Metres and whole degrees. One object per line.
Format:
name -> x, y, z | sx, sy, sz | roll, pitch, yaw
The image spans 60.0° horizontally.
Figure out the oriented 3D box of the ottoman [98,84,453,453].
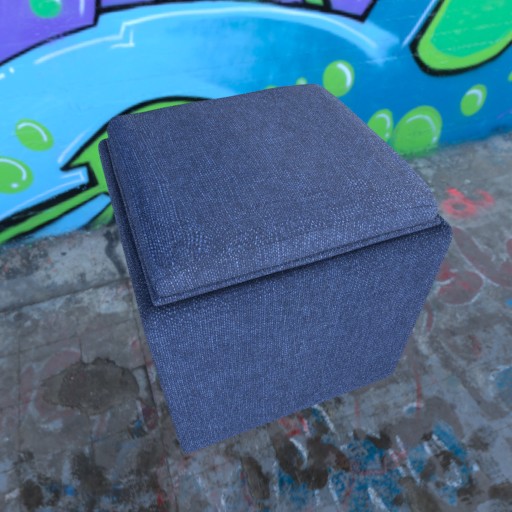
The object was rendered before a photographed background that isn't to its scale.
ottoman -> 0.000, 0.000, 0.840 | 0.454, 0.493, 0.436 | -16, 48, -15
